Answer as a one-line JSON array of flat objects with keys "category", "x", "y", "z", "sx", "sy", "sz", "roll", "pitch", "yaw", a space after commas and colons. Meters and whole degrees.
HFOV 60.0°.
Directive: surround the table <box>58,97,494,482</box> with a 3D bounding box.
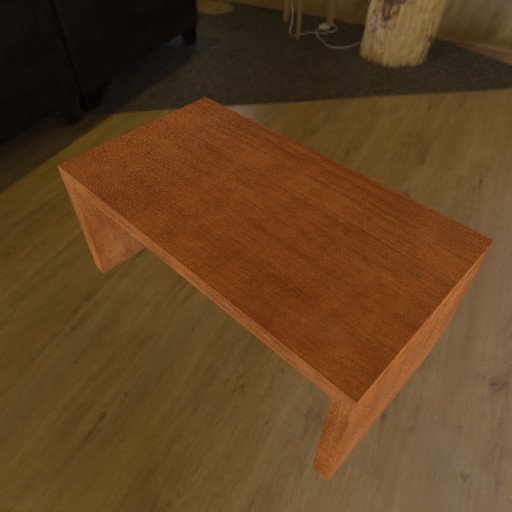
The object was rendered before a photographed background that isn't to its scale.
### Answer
[{"category": "table", "x": 0.000, "y": 0.000, "z": 1.276, "sx": 1.000, "sy": 0.419, "sz": 0.549, "roll": 35, "pitch": 56, "yaw": 28}]
